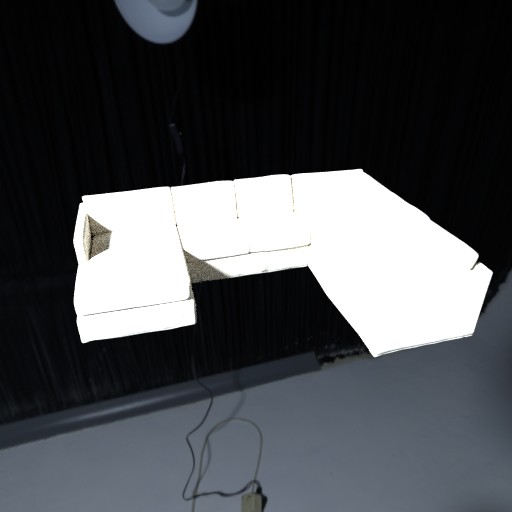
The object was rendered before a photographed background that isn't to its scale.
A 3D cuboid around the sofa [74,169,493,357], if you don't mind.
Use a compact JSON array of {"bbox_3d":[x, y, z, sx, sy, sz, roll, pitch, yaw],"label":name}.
[{"bbox_3d":[0.000,0.000,4.432,3.464,0.882,2.448,-8,31,-14],"label":"sofa"}]
